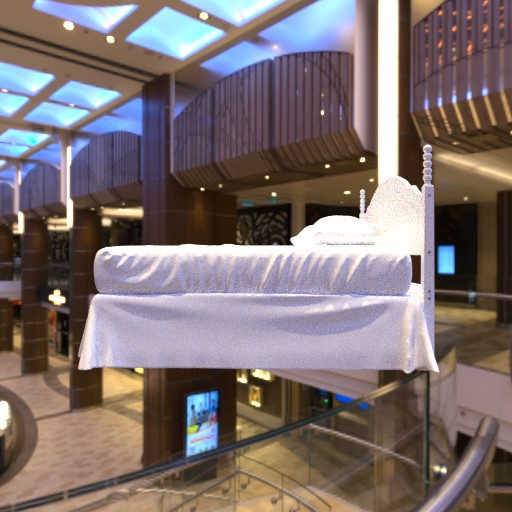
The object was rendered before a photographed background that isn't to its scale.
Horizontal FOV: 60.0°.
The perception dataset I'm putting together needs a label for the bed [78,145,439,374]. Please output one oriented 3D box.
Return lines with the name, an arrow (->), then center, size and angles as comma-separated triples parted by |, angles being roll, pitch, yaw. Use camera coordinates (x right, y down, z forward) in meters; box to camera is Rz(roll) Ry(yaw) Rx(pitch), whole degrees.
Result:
bed -> 0.000, 0.000, 3.653 | 2.219, 1.355, 2.322 | 0, 0, 2
